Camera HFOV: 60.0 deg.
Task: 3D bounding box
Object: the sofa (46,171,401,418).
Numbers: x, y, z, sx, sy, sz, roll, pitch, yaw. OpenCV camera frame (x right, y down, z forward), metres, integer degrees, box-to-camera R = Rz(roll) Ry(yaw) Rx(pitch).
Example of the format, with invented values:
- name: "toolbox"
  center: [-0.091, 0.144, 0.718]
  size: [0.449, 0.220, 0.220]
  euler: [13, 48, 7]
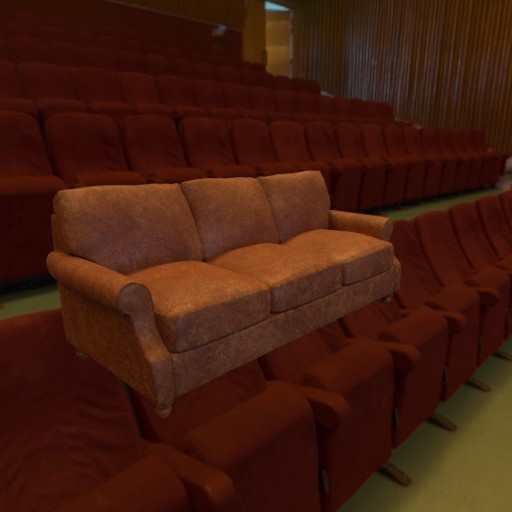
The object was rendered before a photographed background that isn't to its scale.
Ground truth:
- name: "sofa"
  center: [0.000, 0.000, 2.852]
  size: [0.973, 0.977, 2.351]
  euler: [14, 20, 43]
